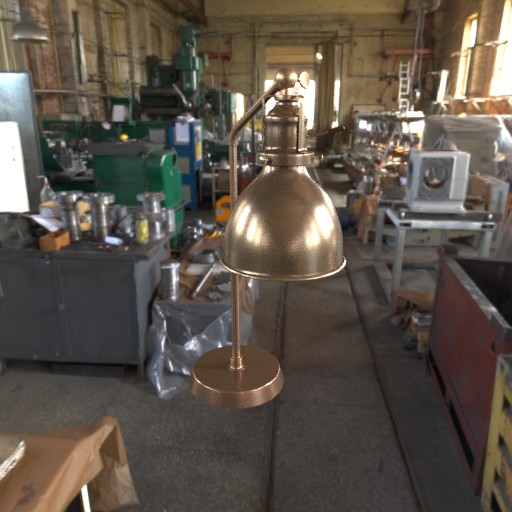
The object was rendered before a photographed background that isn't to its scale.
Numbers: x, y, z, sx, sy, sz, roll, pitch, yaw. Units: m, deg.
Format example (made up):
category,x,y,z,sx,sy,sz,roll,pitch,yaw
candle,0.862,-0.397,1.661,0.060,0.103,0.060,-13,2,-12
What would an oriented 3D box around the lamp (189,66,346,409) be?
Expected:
category,x,y,z,sx,sy,sz,roll,pitch,yaw
lamp,0.000,0.000,0.592,0.153,0.456,0.286,-9,20,-27
